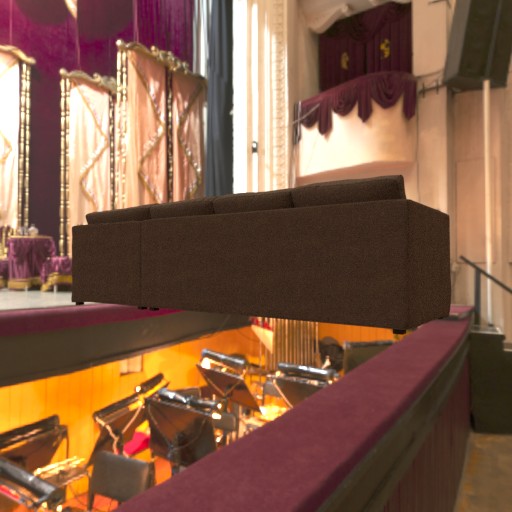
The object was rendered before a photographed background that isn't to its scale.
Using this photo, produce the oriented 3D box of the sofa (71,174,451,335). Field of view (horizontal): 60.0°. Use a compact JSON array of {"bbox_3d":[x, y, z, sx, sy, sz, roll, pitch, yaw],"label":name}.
[{"bbox_3d":[0.000,0.000,3.932,3.205,0.922,1.650,-1,-1,36],"label":"sofa"}]
